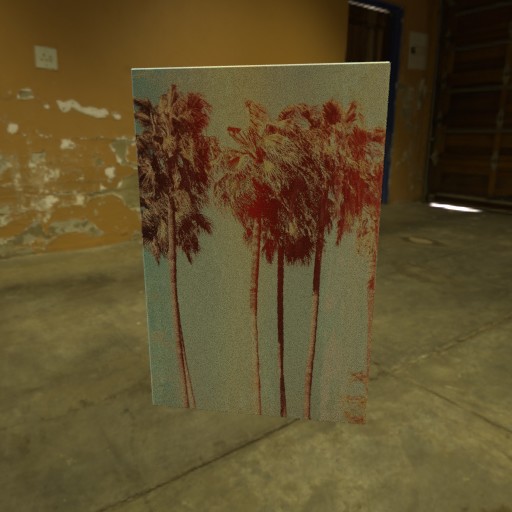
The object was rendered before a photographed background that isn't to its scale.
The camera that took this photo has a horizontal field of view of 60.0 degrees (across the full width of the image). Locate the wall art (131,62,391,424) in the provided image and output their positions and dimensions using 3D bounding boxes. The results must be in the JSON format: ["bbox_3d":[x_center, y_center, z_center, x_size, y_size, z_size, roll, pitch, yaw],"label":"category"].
[{"bbox_3d":[0.000,0.000,1.148,0.605,0.915,0.037,2,15,9],"label":"wall art"}]
